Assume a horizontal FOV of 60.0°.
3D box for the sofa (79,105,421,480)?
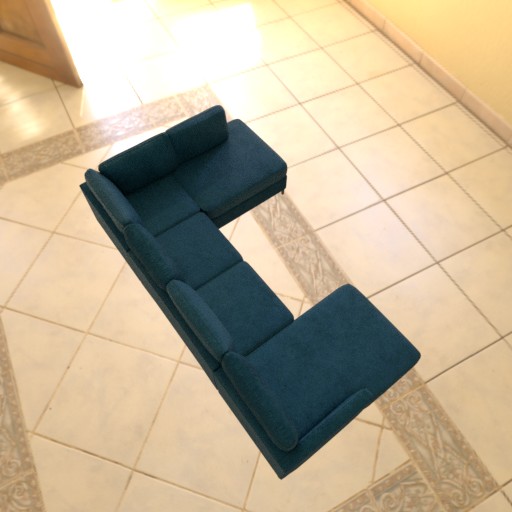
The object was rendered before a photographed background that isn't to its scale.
[{"bbox_3d":[0.000,0.000,4.408,2.055,0.992,3.434,-33,64,-18],"label":"sofa"}]
